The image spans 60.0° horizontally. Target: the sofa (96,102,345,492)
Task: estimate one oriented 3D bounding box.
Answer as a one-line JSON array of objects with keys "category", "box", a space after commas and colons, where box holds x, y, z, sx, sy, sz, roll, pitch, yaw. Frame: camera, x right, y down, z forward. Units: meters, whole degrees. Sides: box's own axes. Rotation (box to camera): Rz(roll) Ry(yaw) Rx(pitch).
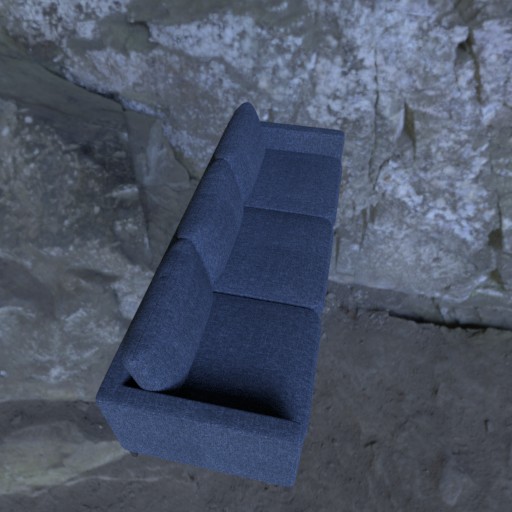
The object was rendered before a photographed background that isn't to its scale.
[{"category": "sofa", "box": [0.000, 0.000, 2.591, 0.859, 0.874, 2.218, 9, 47, 8]}]
